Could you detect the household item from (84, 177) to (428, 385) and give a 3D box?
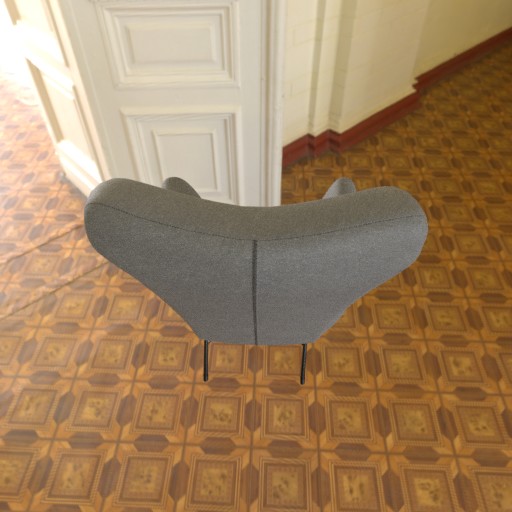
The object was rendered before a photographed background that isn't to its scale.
[{"bbox_3d":[0.000,0.000,1.793,0.980,1.050,0.900,1,46,1],"label":"household item"}]
